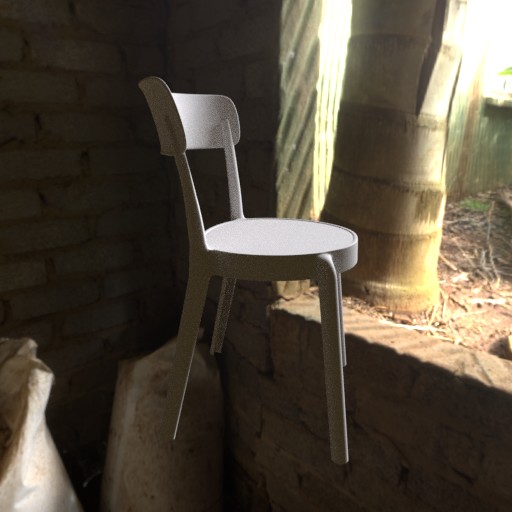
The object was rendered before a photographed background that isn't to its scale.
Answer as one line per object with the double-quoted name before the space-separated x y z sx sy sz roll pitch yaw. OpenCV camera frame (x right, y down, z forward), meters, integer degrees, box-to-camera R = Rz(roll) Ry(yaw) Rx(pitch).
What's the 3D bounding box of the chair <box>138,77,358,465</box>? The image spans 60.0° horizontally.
"chair" 0.000 0.000 1.104 0.491 0.790 0.506 3 16 10
